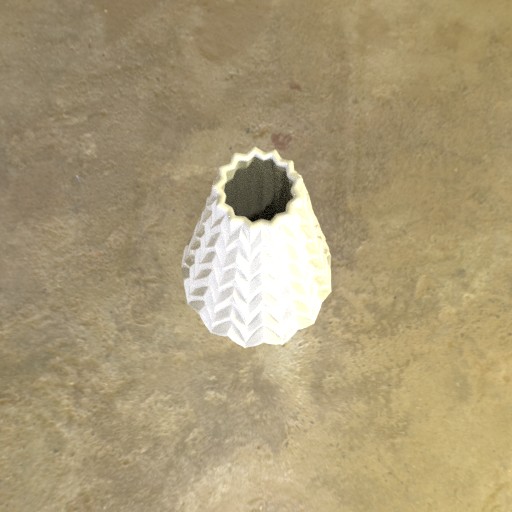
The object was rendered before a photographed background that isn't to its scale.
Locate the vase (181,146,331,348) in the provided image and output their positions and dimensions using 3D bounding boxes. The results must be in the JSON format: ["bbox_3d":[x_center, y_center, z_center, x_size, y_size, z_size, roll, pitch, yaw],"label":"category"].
[{"bbox_3d":[0.000,0.000,0.426,0.167,0.328,0.167,0,75,0],"label":"vase"}]
